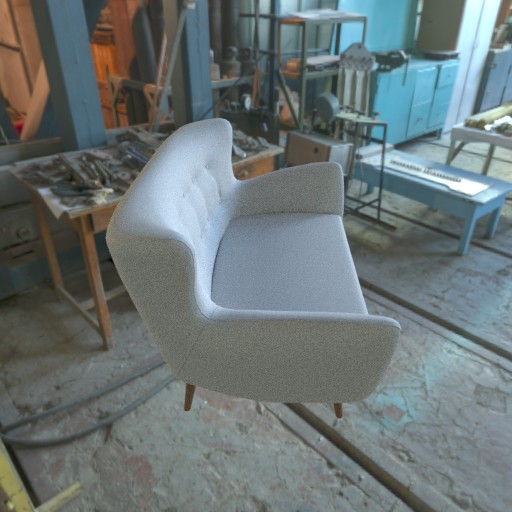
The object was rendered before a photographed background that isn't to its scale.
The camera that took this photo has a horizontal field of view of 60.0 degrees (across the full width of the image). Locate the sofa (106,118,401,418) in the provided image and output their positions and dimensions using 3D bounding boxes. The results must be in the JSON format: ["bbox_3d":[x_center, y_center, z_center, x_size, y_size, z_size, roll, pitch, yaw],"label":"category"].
[{"bbox_3d":[0.000,0.000,1.949,0.921,0.878,1.424,1,31,2],"label":"sofa"}]
